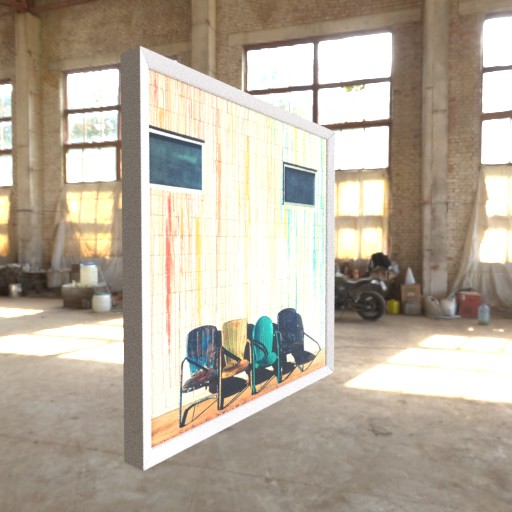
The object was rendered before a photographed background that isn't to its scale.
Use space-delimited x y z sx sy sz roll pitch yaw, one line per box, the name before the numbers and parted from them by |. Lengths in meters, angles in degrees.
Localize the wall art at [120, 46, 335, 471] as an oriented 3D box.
wall art | 0.000 0.000 0.743 0.037 0.508 0.508 1 2 37
